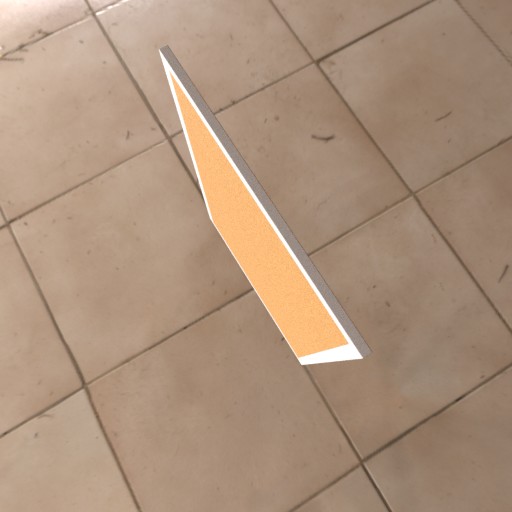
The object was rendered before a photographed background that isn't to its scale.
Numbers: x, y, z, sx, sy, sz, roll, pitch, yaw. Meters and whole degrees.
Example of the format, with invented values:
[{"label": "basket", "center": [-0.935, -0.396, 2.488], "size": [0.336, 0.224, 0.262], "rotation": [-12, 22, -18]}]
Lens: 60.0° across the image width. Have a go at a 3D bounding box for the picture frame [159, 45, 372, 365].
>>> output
[{"label": "picture frame", "center": [0.000, 0.000, 0.842], "size": [0.013, 0.657, 0.457], "rotation": [-31, 78, -7]}]
